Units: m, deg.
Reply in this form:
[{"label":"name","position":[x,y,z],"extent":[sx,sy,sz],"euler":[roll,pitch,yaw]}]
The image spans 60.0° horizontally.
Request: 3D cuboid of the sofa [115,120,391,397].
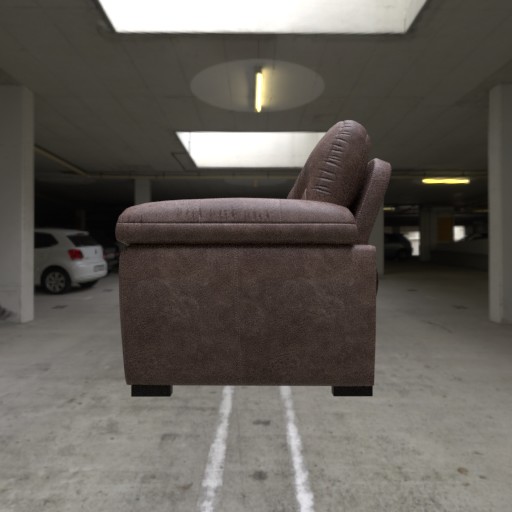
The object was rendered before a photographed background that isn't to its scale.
[{"label":"sofa","position":[0.000,0.000,2.338],"extent":[0.991,0.991,1.753],"euler":[0,-1,0]}]
